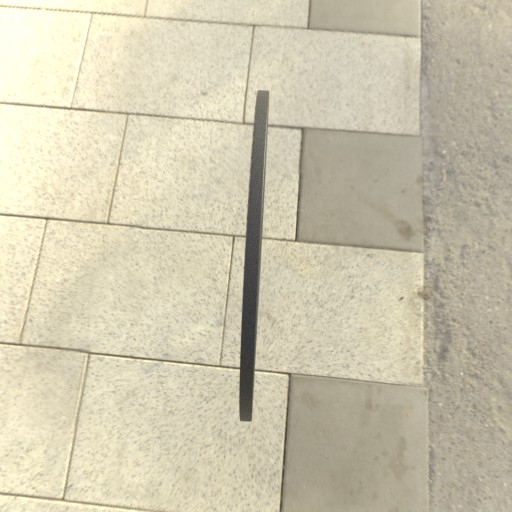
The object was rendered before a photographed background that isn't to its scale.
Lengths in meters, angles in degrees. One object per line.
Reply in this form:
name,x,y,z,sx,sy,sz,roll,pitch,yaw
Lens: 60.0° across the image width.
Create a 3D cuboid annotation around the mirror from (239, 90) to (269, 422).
mirror,0.000,0.000,1.537,0.036,1.077,1.077,3,76,1
